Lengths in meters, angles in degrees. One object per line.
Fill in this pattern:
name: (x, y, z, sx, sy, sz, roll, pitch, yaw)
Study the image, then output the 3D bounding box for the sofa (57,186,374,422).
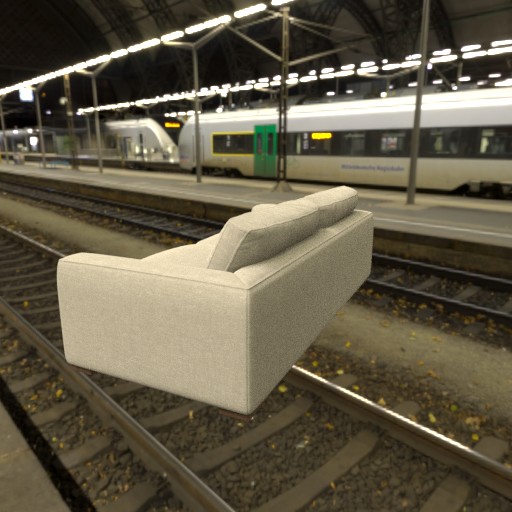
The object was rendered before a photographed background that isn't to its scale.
sofa: (0.000, 0.000, 2.873, 1.070, 0.801, 2.262, 7, 15, 25)
